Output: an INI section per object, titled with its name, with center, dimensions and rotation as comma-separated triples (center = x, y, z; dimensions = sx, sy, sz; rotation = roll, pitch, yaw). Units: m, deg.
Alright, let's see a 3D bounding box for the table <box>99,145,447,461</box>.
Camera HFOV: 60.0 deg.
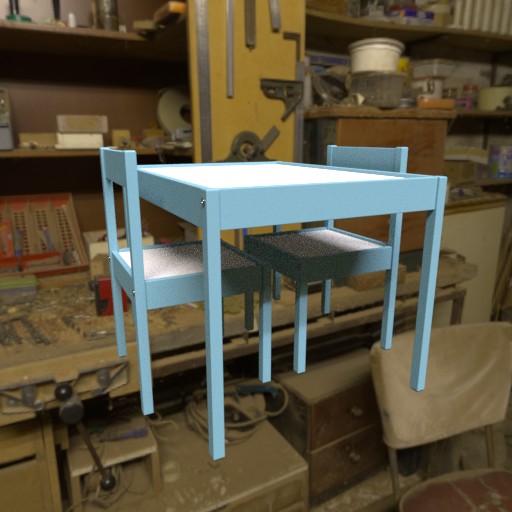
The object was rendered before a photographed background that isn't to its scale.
[table]
center = 0.000, 0.000, 1.055
dimensions = 0.633, 0.503, 0.639
rotation = -7, 17, -26
